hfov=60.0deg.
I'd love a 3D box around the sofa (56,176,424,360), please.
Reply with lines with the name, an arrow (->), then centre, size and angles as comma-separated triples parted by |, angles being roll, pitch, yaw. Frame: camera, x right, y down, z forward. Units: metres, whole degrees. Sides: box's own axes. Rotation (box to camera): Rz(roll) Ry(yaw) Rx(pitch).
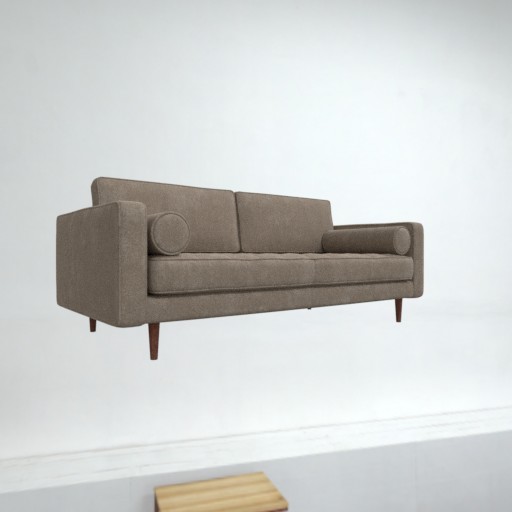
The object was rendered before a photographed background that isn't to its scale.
sofa -> 0.000, 0.000, 2.413 | 1.883, 0.769, 0.920 | 0, 0, -37
